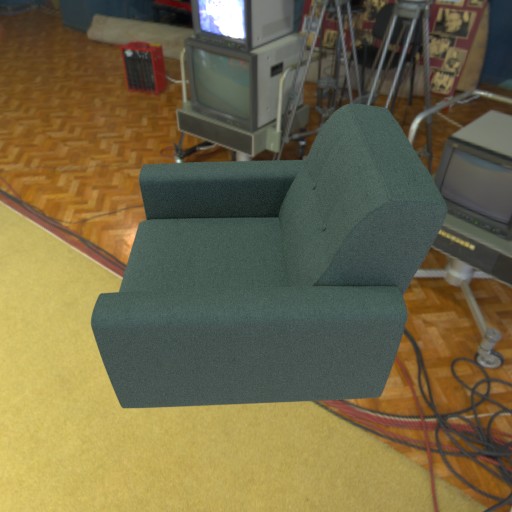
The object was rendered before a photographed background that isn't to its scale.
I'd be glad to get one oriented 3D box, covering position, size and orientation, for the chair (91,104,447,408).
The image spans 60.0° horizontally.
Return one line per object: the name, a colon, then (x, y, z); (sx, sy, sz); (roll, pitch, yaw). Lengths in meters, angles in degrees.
chair: (0.000, 0.000, 1.511); (0.909, 0.841, 0.831); (-1, 41, -1)
